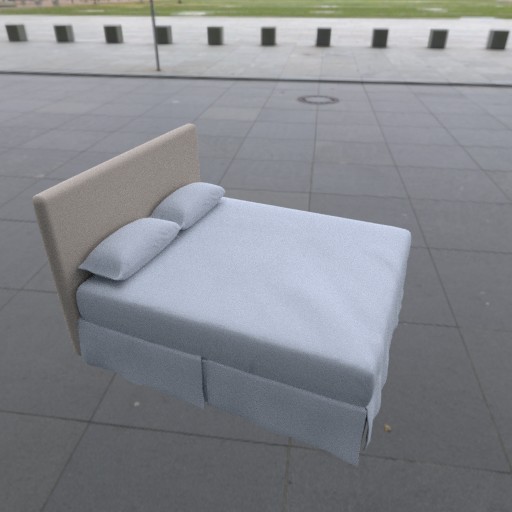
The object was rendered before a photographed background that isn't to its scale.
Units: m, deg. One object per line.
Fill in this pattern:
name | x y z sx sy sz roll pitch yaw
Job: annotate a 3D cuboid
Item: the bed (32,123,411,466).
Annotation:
bed | 0.000 0.000 3.271 2.142 1.330 1.884 12 33 19
